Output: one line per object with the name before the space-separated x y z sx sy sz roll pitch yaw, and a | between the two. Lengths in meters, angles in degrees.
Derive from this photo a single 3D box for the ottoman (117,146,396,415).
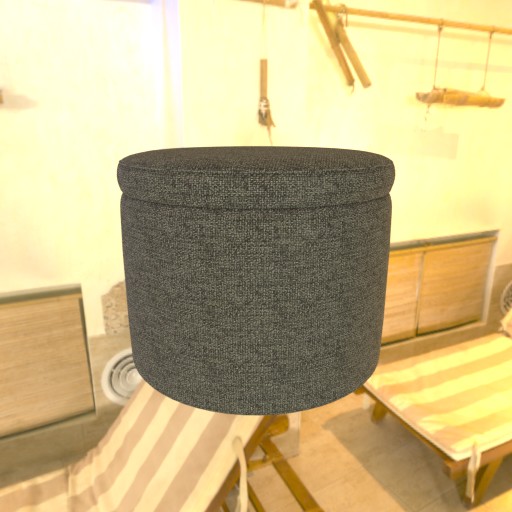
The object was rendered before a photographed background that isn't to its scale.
ottoman | 0.000 0.000 0.907 0.520 0.430 0.520 0 16 0
